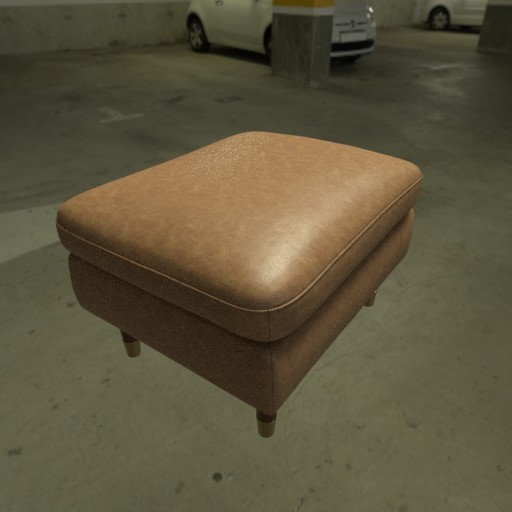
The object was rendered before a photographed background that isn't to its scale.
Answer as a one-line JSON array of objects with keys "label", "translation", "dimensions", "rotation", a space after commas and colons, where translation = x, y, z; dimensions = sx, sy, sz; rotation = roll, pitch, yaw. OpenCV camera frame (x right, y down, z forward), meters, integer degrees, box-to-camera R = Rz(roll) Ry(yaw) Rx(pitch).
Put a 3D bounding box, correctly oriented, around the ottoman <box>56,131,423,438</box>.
[{"label": "ottoman", "translation": [0.000, 0.000, 1.121], "dimensions": [0.593, 0.478, 0.747], "rotation": [20, 37, 29]}]
